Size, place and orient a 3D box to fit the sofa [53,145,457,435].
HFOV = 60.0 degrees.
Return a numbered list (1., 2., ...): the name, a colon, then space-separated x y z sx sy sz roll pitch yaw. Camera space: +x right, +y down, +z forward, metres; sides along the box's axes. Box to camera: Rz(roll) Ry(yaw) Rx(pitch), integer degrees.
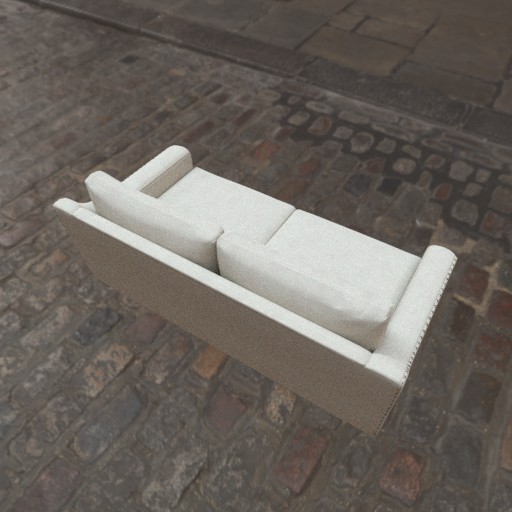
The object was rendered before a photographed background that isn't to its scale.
1. sofa: 0.000 0.000 2.732 2.107 0.983 1.104 25 52 21
